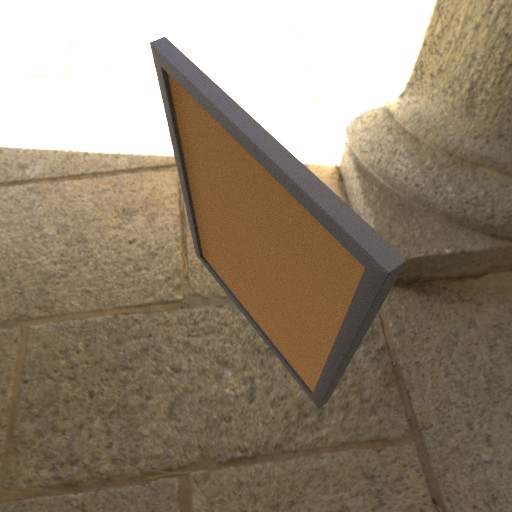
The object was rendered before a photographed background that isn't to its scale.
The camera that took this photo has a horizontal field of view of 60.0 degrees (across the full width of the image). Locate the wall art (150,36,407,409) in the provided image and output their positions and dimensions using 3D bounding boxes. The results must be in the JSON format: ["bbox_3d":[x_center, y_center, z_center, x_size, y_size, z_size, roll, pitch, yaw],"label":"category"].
[{"bbox_3d":[0.000,0.000,0.759,0.029,0.558,0.458,-32,64,-18],"label":"wall art"}]
